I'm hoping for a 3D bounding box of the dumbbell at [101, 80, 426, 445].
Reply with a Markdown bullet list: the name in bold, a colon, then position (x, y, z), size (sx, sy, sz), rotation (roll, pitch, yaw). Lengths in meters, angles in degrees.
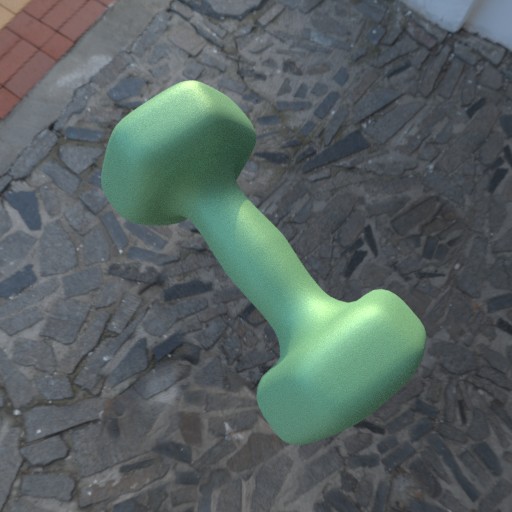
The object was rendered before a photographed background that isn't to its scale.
- **dumbbell**: position (0.000, 0.000, 0.327), size (0.129, 0.117, 0.260), rotation (-36, 78, -9)
